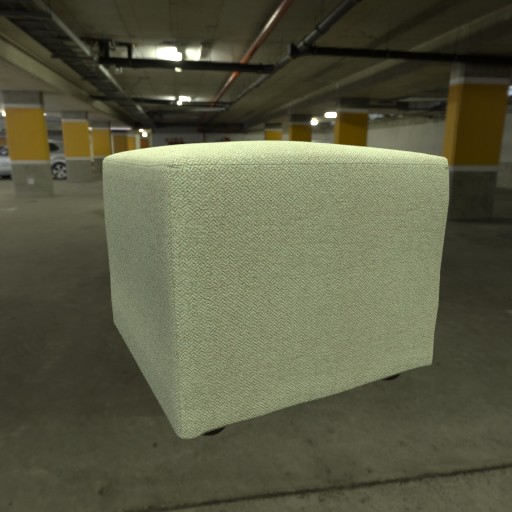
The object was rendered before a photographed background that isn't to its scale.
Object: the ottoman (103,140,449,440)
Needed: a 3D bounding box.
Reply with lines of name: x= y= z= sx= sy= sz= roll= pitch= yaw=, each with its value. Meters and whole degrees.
ottoman: x=0.000 y=0.000 z=0.909 sx=0.512 sy=0.453 sz=0.521 roll=-7 pitch=15 yaw=-27
